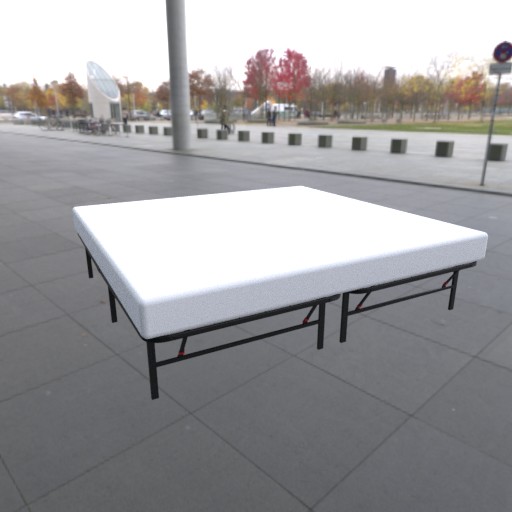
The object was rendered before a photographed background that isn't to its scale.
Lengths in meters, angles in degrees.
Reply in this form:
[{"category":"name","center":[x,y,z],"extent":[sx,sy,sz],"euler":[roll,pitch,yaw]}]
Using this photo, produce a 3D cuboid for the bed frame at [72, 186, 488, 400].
[{"category":"bed frame","center":[0.000,0.000,2.988],"extent":[2.033,0.525,1.935],"euler":[-10,21,-27]}]
